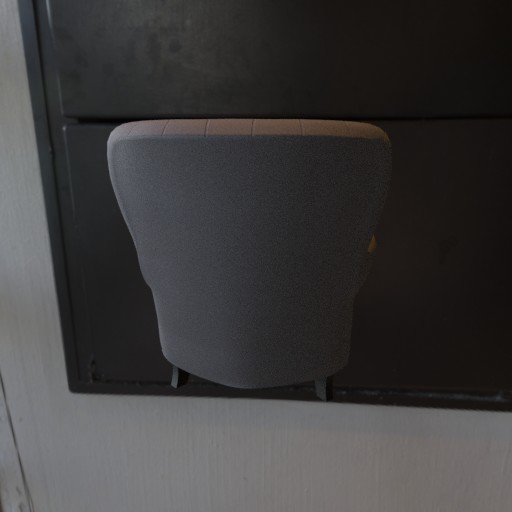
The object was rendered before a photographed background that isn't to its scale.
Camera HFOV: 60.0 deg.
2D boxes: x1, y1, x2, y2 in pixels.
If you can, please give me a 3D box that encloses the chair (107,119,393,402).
[{"bbox_3d":[0.000,0.000,1.787,0.983,1.046,0.983,3,17,8],"label":"chair"}]
